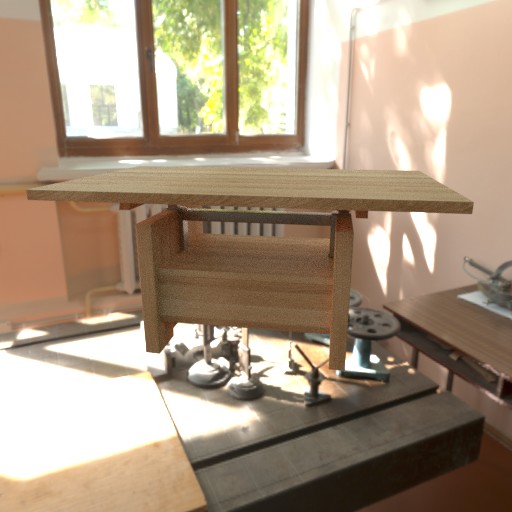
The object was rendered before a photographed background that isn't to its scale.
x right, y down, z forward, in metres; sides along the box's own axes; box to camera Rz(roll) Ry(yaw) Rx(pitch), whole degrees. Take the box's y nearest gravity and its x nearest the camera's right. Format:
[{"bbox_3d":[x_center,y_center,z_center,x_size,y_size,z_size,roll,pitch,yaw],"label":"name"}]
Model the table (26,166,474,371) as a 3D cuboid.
[{"bbox_3d":[0.000,0.000,1.471,1.100,0.510,0.700,3,17,10],"label":"table"}]
